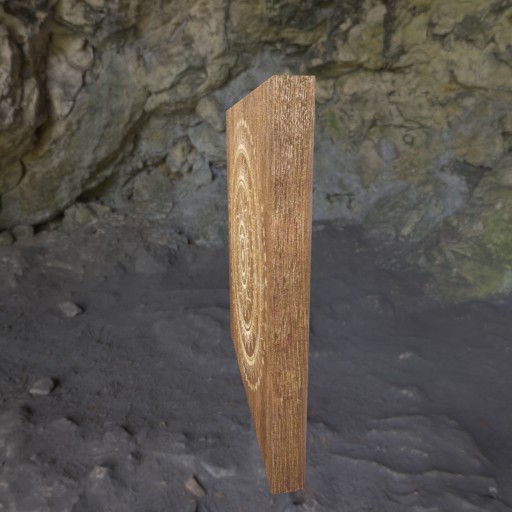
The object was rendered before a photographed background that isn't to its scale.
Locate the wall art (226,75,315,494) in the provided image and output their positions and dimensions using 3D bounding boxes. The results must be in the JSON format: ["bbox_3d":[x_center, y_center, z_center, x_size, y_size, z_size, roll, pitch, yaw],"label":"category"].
[{"bbox_3d":[0.000,0.000,0.602,0.039,0.403,0.406,-2,14,-9],"label":"wall art"}]
